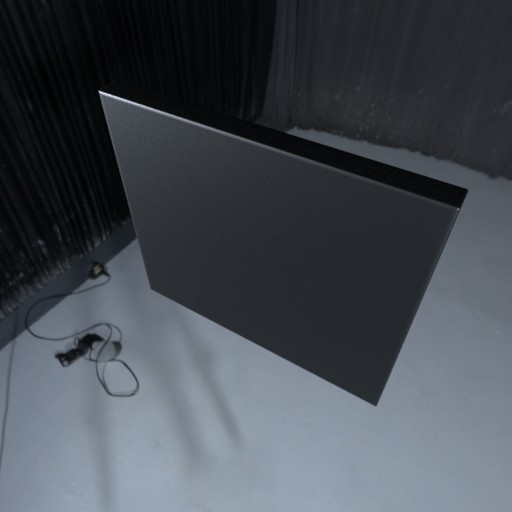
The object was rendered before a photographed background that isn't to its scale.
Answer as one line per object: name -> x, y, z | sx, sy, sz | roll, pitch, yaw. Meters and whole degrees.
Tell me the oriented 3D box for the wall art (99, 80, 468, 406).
wall art -> 0.000, 0.000, 0.532 | 0.380, 0.330, 0.028 | 24, 50, 21
